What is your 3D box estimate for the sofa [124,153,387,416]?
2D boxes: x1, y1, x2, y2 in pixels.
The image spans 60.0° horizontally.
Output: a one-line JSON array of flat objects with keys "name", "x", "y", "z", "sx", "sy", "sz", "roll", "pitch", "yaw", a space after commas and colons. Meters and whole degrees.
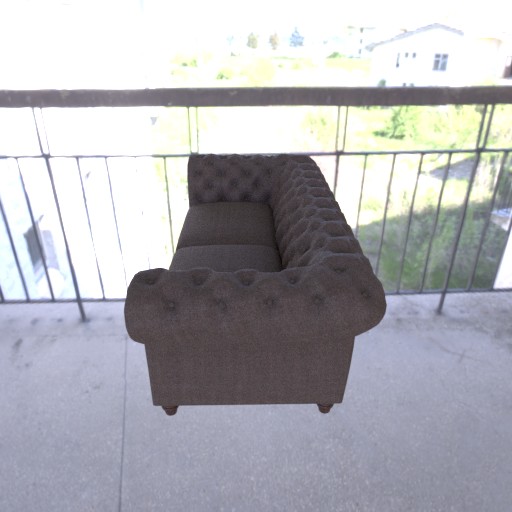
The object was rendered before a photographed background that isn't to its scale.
[{"name": "sofa", "x": 0.000, "y": 0.000, "z": 2.533, "sx": 0.944, "sy": 0.780, "sz": 2.048, "roll": 0, "pitch": 27, "yaw": -1}]
